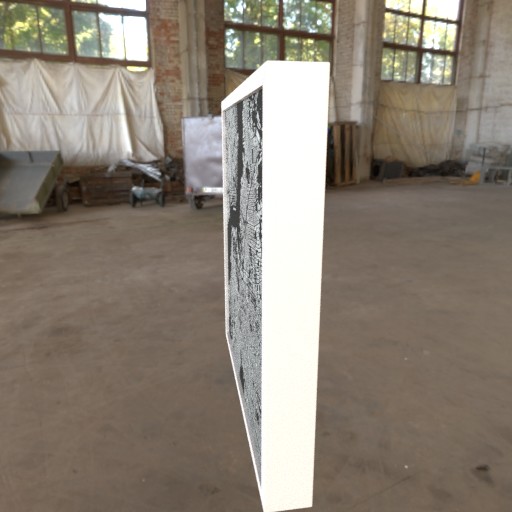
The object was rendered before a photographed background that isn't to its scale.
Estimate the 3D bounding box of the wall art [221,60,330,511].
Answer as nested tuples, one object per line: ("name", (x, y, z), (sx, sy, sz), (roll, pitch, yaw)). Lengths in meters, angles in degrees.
("wall art", (0.000, 0.000, 0.431), (0.037, 0.305, 0.305), (-2, 15, -9))
